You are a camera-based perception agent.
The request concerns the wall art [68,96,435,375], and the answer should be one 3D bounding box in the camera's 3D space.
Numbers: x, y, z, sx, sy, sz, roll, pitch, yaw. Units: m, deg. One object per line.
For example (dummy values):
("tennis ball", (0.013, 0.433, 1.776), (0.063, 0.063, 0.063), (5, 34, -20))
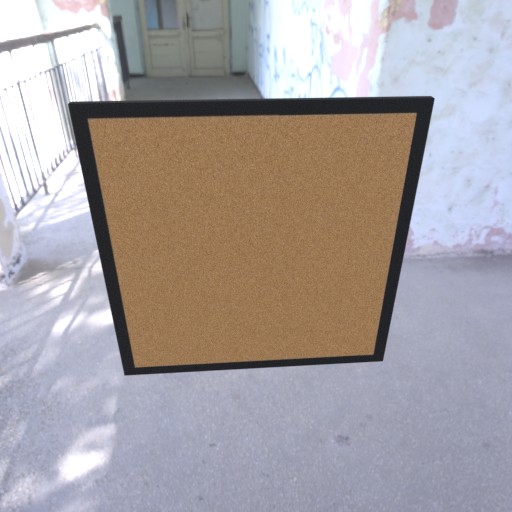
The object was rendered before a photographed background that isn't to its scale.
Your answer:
("wall art", (0.000, 0.000, 0.970), (0.663, 0.659, 0.016), (-2, 31, -4))
